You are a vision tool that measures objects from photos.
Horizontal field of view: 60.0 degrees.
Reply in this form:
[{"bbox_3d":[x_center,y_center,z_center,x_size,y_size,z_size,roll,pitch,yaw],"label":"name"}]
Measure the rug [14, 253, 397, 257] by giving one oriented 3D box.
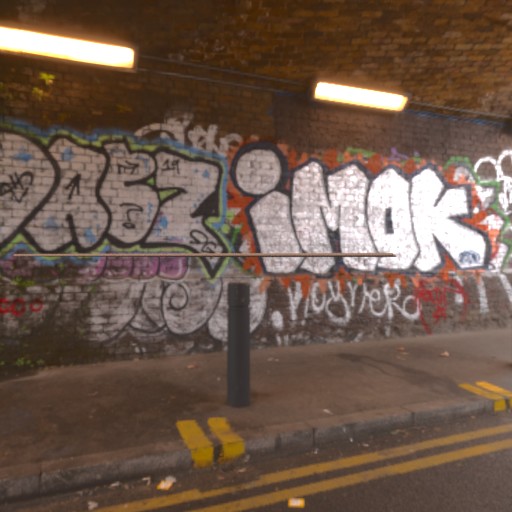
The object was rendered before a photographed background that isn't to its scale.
[{"bbox_3d":[0.000,0.000,4.050,2.446,0.015,3.046,0,0,18],"label":"rug"}]
